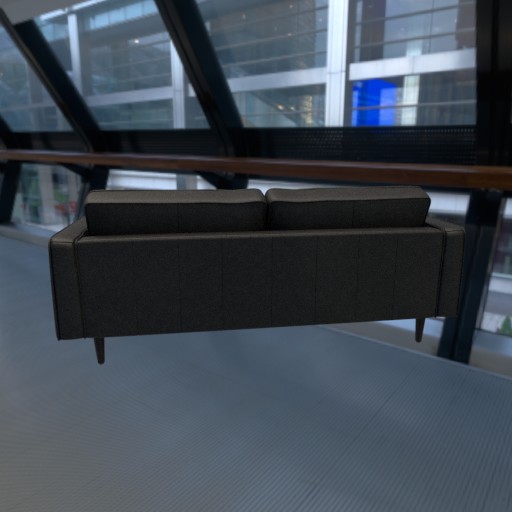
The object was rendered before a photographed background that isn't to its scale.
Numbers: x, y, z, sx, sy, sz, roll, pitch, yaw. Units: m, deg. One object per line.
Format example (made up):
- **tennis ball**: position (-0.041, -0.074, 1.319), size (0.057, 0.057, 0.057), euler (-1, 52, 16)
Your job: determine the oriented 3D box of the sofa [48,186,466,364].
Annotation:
- **sofa**: position (0.000, 0.000, 2.386), size (1.879, 0.770, 0.921), euler (-2, 13, -9)
